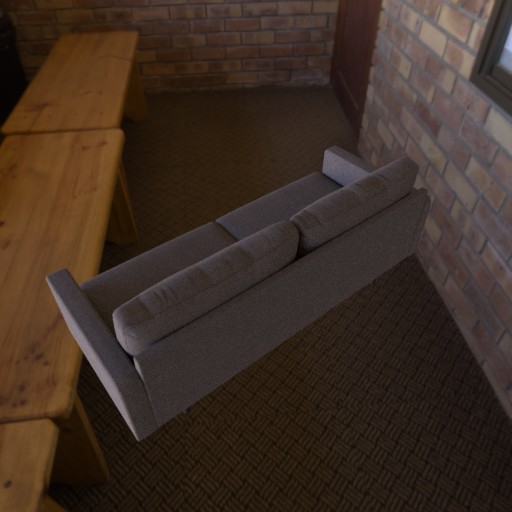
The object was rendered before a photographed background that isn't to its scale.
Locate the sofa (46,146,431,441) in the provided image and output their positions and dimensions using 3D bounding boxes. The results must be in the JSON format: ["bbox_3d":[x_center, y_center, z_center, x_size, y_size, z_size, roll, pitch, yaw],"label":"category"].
[{"bbox_3d":[0.000,0.000,2.614,2.100,0.880,0.880,-29,50,-27],"label":"sofa"}]
